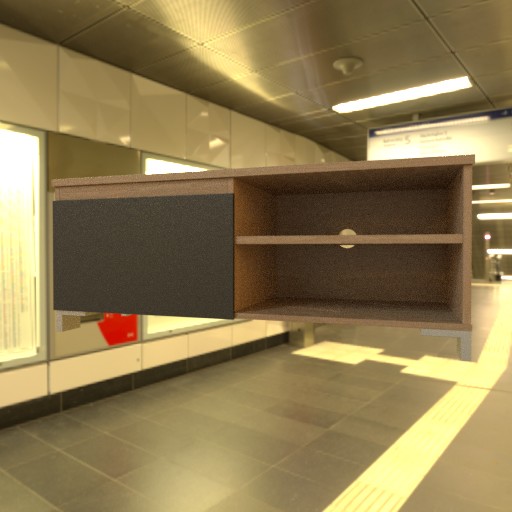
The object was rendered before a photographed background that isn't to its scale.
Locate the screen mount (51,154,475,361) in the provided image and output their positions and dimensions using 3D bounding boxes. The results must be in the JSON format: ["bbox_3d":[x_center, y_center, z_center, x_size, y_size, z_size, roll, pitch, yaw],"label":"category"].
[{"bbox_3d":[0.000,0.000,1.277,1.084,0.432,0.406,0,1,18],"label":"screen mount"}]
